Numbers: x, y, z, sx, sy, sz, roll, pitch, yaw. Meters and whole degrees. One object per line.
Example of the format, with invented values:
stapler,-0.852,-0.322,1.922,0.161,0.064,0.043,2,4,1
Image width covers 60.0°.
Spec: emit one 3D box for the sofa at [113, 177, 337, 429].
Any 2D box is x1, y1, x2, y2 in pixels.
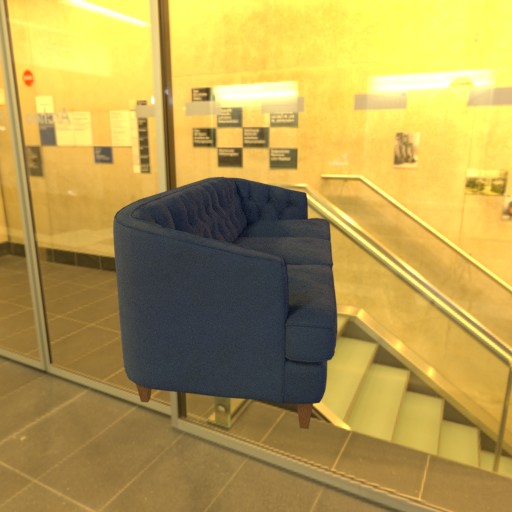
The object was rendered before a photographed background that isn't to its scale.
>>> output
sofa,0.000,0.000,2.742,0.941,0.855,2.278,2,15,8
